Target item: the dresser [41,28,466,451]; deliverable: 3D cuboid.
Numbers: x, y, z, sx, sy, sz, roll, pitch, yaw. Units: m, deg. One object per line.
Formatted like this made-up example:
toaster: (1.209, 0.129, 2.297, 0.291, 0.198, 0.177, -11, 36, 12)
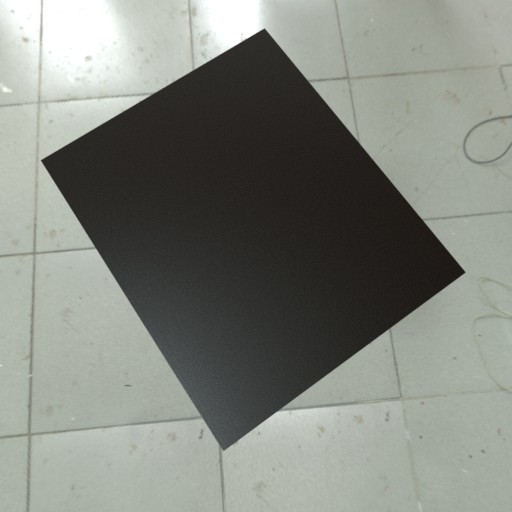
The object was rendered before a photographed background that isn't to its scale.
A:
dresser: (0.000, 0.000, 0.752, 0.360, 0.470, 0.400, -34, 79, -8)
